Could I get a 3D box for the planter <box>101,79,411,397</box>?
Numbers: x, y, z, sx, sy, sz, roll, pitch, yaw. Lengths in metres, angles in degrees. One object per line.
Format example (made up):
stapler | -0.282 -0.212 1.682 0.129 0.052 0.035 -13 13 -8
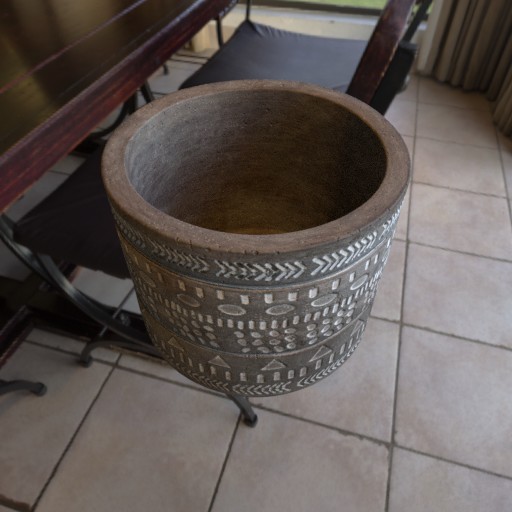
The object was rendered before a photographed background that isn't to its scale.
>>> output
planter | 0.000 0.000 0.259 0.142 0.149 0.142 0 46 0
